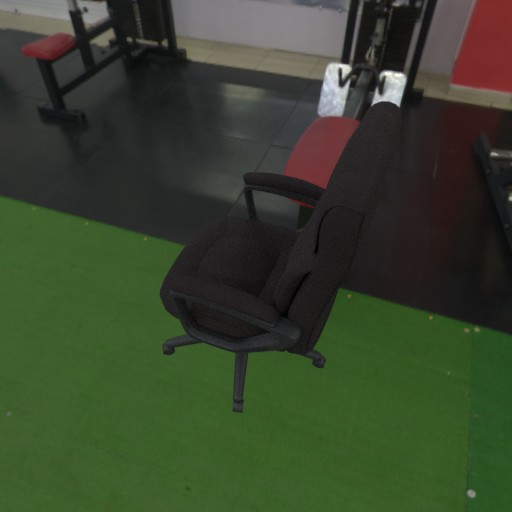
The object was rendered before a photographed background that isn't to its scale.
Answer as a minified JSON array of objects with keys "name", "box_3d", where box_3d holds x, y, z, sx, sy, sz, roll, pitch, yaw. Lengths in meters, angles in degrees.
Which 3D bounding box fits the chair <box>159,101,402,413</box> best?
[{"name":"chair","box_3d":[0.000,0.000,1.556,0.724,1.105,0.667,17,49,15]}]
